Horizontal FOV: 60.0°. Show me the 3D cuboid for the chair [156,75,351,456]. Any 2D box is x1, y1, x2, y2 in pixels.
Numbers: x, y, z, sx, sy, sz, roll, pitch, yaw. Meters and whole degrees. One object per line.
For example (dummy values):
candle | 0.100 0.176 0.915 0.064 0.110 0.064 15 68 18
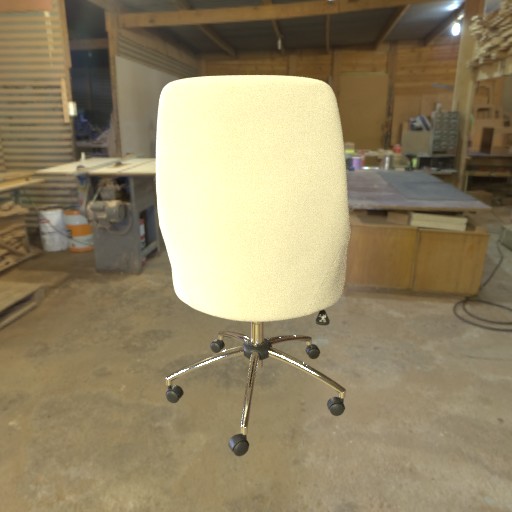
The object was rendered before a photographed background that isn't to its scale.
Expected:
chair | 0.000 0.000 1.444 0.620 1.049 0.640 2 17 7
